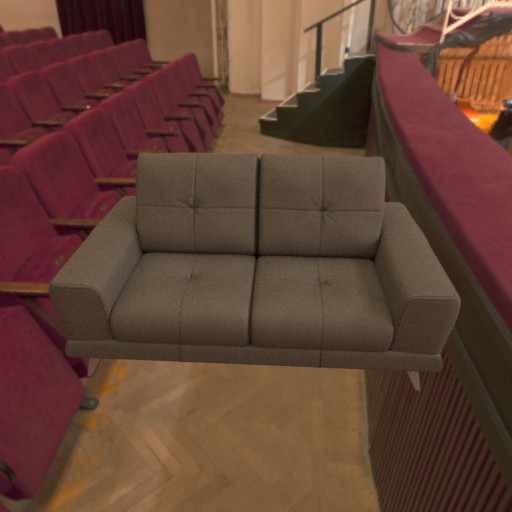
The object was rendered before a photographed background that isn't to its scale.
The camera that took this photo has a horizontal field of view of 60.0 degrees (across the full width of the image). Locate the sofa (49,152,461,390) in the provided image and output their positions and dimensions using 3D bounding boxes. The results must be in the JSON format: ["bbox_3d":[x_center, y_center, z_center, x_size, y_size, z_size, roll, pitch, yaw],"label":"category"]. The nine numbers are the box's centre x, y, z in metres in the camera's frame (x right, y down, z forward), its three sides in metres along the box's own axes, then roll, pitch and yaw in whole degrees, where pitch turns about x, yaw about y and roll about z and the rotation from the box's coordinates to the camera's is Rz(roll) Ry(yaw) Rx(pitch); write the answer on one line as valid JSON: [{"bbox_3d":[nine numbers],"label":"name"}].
[{"bbox_3d":[0.000,0.000,2.338,1.806,0.907,1.018,2,30,3],"label":"sofa"}]
